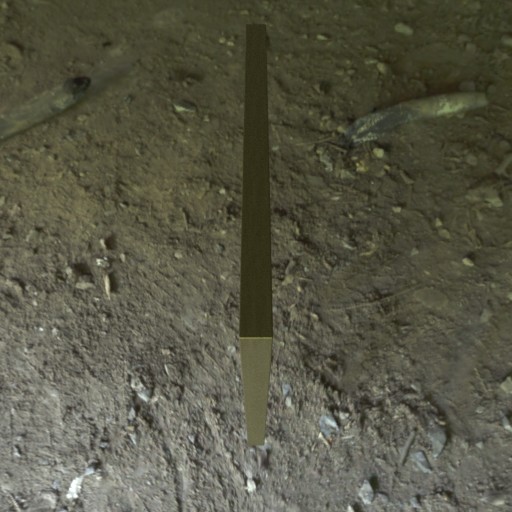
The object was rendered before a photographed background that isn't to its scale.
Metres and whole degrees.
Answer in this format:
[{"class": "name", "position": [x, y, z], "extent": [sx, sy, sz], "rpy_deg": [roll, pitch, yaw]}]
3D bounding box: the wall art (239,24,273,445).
[{"class": "wall art", "position": [0.000, 0.000, 0.741], "extent": [0.031, 0.506, 0.503], "rpy_deg": [0, 57, 0]}]
